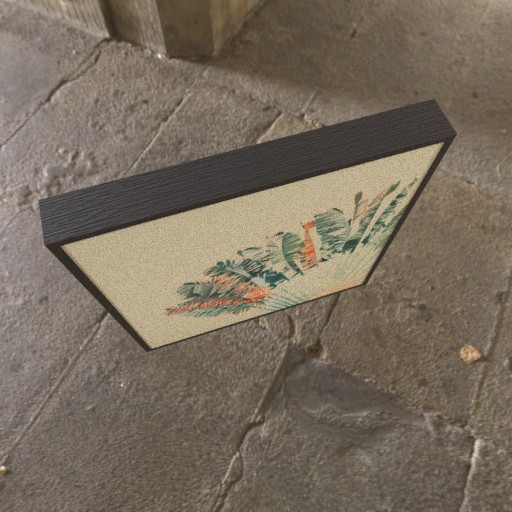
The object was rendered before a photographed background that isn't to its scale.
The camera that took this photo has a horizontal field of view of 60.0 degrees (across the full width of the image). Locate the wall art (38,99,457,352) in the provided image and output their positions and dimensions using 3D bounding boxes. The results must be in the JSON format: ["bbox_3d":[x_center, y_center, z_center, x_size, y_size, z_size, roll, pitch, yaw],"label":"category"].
[{"bbox_3d":[0.000,0.000,0.452,0.302,0.300,0.036,-16,66,-8],"label":"wall art"}]
